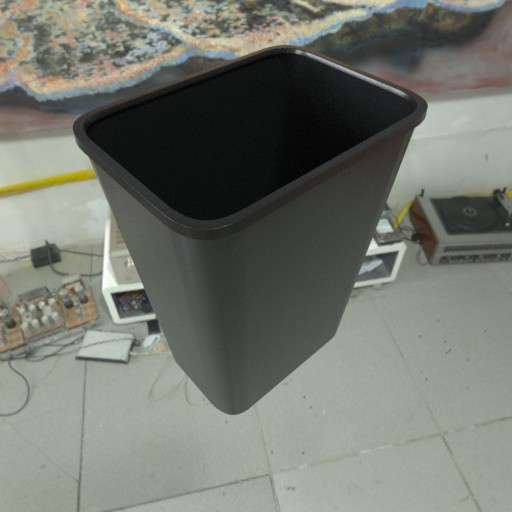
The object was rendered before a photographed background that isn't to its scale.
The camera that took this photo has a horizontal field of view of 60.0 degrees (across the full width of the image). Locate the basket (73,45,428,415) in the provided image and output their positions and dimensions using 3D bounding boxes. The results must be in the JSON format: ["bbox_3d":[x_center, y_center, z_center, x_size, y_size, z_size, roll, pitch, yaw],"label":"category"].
[{"bbox_3d":[0.000,0.000,0.743,0.394,0.521,0.287,-33,54,-27],"label":"basket"}]
